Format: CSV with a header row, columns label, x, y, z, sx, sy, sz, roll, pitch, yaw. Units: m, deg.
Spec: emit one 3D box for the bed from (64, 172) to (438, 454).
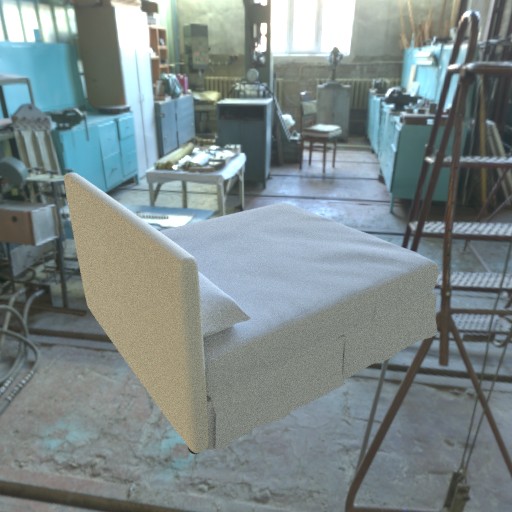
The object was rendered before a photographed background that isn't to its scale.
label,x,y,z,sx,sy,sz,roll,pitch,yaw
bed,0.000,0.000,3.641,2.341,1.317,2.119,-17,30,-32
